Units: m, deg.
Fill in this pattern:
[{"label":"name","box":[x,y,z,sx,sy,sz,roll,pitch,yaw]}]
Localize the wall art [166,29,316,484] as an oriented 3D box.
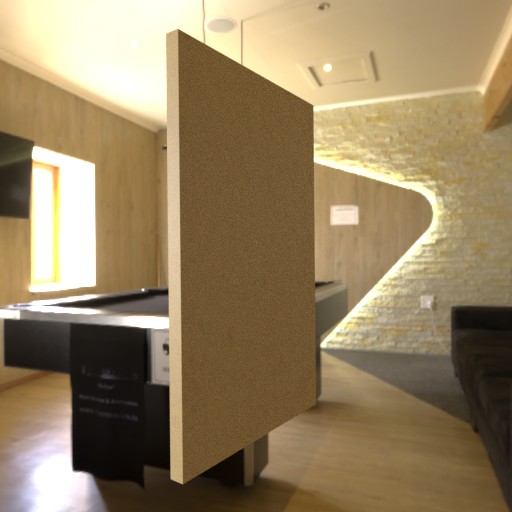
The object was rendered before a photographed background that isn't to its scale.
[{"label":"wall art","box":[0.000,0.000,1.003,0.039,0.810,0.510,0,1,35]}]
